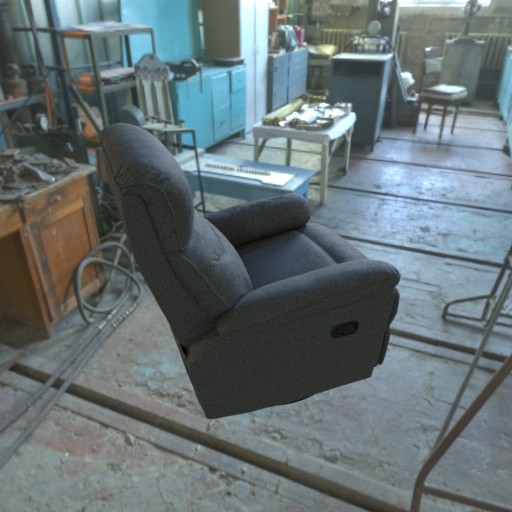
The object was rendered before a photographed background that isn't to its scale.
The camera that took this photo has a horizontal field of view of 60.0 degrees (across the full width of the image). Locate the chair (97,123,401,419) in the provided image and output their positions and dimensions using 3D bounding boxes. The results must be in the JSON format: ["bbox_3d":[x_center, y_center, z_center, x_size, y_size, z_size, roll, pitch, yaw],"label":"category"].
[{"bbox_3d":[0.000,0.000,1.754,1.004,1.037,0.820,-11,32,-19],"label":"chair"}]
